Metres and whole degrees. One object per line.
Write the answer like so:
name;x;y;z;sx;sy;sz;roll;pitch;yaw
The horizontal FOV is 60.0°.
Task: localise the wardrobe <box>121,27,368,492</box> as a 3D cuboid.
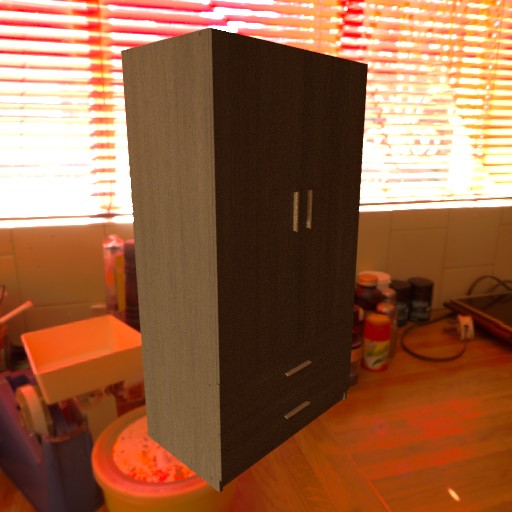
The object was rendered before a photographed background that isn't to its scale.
wardrobe;0.000;0.000;2.181;0.577;1.808;0.991;14;20;42
